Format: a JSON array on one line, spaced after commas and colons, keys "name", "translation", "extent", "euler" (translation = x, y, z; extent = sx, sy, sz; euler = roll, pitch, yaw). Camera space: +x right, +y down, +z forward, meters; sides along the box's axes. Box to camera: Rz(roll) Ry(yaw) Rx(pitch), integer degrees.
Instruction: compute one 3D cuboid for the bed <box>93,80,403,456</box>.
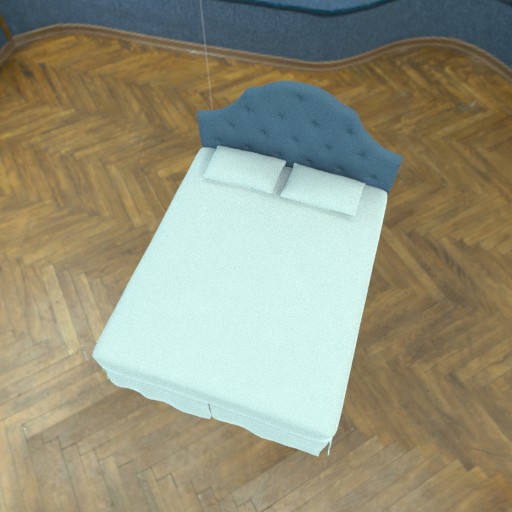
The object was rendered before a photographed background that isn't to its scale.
[{"name": "bed", "translation": [0.000, 0.000, 3.717], "extent": [2.039, 1.617, 2.477], "euler": [16, 60, 9]}]
